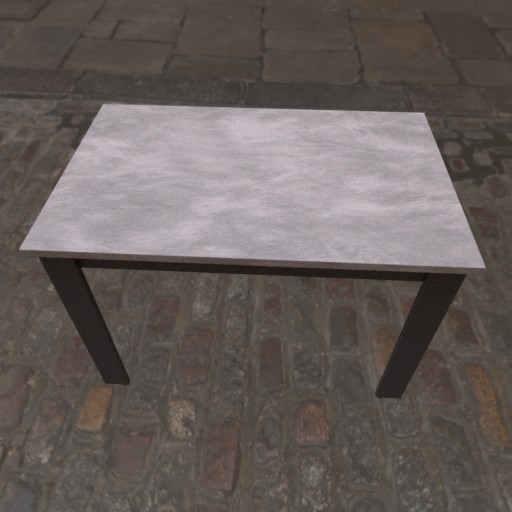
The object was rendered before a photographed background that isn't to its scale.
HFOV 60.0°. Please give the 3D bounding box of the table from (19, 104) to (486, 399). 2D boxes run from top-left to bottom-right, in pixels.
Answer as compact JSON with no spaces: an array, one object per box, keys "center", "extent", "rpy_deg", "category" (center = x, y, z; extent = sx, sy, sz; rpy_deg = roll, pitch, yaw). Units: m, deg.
[{"center":[0.000,0.000,1.547],"extent":[1.100,0.734,0.700],"rpy_deg":[2,47,2],"category":"table"}]
